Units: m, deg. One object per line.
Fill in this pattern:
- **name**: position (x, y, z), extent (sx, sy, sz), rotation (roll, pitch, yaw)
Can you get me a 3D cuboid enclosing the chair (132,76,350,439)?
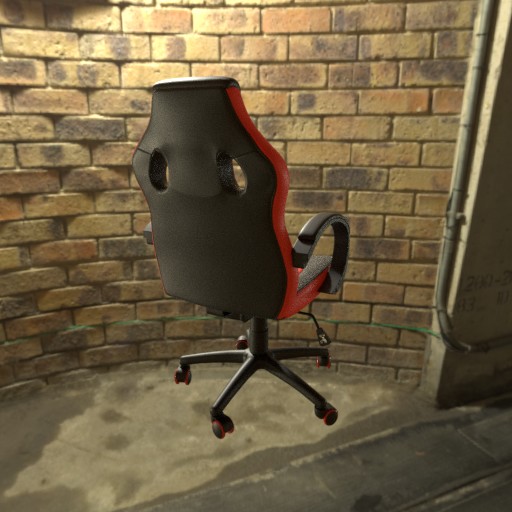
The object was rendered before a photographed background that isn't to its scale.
- **chair**: position (0.000, 0.000, 1.406), extent (0.600, 1.016, 0.642), rotation (9, 19, 27)
